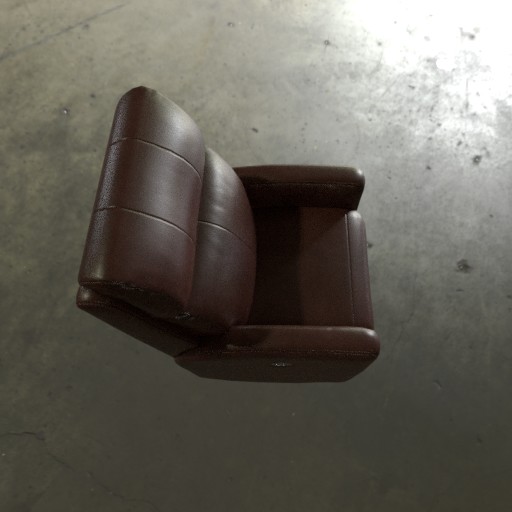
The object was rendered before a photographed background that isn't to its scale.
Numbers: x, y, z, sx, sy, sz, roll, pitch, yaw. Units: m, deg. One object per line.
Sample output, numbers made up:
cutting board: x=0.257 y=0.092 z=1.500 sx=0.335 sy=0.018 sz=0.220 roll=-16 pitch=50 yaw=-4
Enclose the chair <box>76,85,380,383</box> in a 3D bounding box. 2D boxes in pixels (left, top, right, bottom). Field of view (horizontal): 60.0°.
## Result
chair: x=0.000 y=0.000 z=1.672 sx=0.939 sy=1.016 sz=0.787 roll=2 pitch=64 yaw=1
